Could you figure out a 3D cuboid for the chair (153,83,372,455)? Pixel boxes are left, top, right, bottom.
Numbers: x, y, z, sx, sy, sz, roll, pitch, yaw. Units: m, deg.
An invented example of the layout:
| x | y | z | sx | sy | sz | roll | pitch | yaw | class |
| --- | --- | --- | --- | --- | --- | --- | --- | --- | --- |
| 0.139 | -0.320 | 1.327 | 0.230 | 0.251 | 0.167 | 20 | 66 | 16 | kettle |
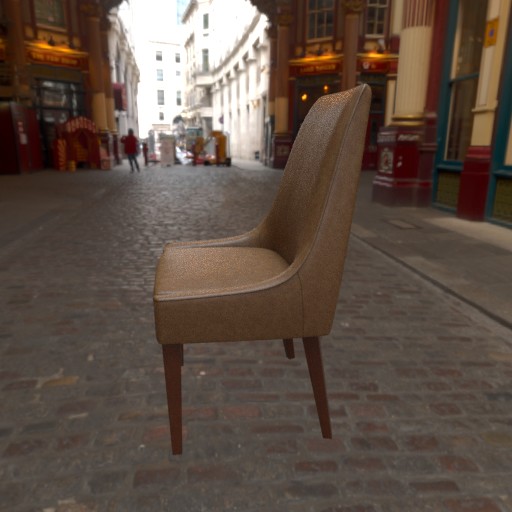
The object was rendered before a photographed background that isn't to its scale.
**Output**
| x | y | z | sx | sy | sz | roll | pitch | yaw | class |
| --- | --- | --- | --- | --- | --- | --- | --- | --- | --- |
| 0.000 | 0.000 | 1.214 | 0.544 | 0.861 | 0.529 | -2 | 15 | -8 | chair |
